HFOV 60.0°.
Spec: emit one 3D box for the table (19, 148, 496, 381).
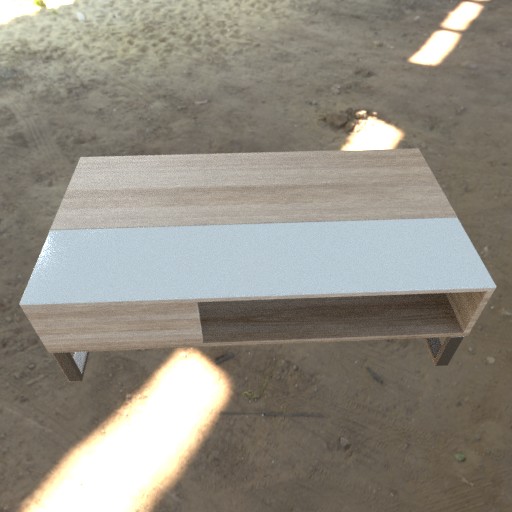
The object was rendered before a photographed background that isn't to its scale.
[{"bbox_3d":[0.000,0.000,1.354,1.100,0.350,0.600,-2,45,-2],"label":"table"}]
